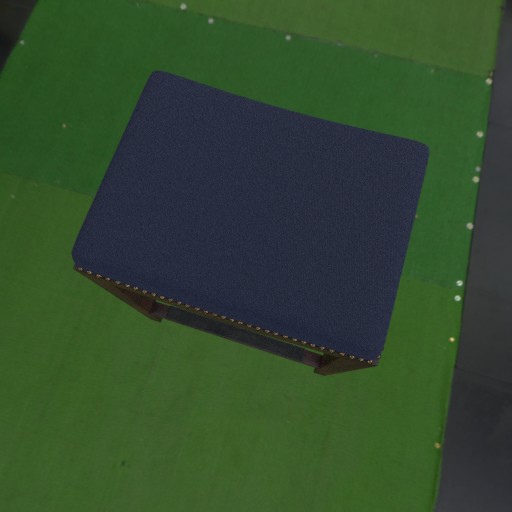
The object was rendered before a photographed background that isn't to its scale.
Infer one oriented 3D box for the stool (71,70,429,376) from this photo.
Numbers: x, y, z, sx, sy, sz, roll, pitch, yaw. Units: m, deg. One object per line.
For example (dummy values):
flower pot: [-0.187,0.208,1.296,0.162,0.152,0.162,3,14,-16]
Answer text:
stool: [0.000,0.000,0.958,0.500,0.642,0.361,17,75,5]
